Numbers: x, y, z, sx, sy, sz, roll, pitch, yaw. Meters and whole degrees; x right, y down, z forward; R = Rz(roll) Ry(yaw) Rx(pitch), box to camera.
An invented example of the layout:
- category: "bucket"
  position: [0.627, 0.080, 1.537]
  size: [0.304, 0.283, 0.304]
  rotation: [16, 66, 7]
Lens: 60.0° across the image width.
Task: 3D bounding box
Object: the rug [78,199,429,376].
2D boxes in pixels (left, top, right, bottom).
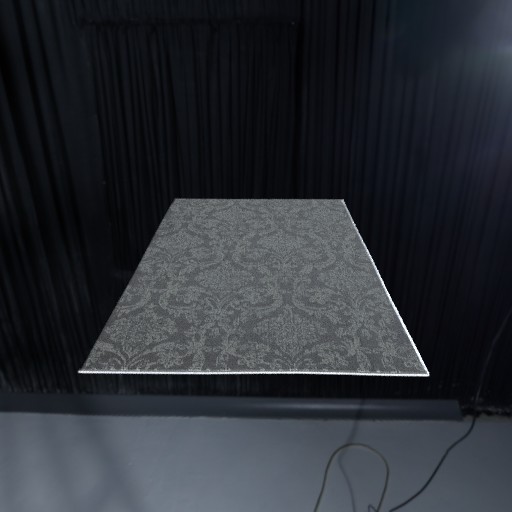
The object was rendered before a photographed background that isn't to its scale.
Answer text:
- category: "rug"
  position: [0.000, 0.000, 3.517]
  size: [1.819, 0.018, 2.746]
  rotation: [0, 26, 1]
